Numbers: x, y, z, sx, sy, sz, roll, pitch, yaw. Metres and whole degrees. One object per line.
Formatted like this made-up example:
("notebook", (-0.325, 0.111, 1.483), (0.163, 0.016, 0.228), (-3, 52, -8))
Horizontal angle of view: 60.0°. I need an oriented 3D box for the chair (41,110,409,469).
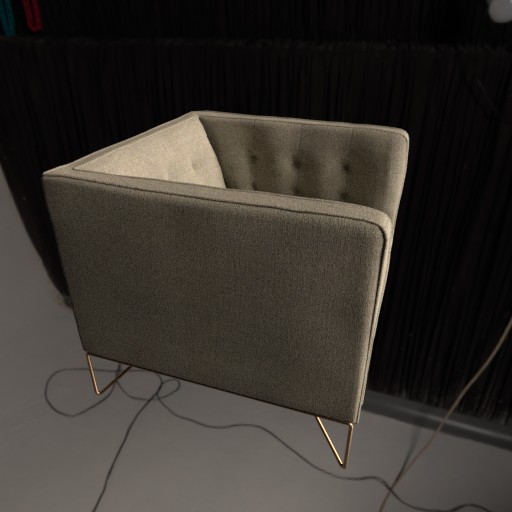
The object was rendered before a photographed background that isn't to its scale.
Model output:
("chair", (0.000, 0.000, 1.583), (0.912, 0.799, 0.920), (10, 30, 17))
